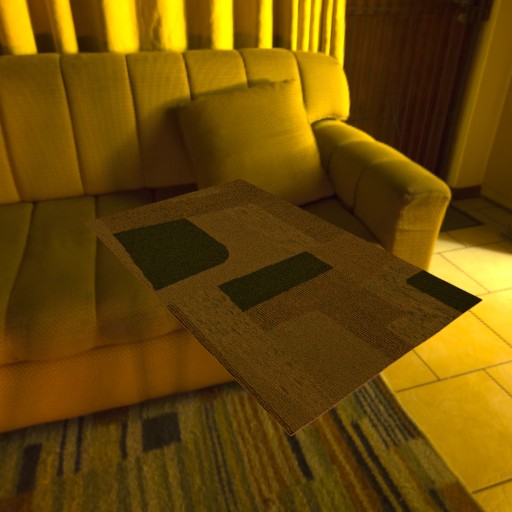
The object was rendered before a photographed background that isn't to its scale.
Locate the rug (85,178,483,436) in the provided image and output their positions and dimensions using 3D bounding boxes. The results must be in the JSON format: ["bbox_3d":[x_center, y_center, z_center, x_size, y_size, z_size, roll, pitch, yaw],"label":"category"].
[{"bbox_3d":[0.000,0.000,3.048,1.521,0.015,2.436,-22,38,-31],"label":"rug"}]
